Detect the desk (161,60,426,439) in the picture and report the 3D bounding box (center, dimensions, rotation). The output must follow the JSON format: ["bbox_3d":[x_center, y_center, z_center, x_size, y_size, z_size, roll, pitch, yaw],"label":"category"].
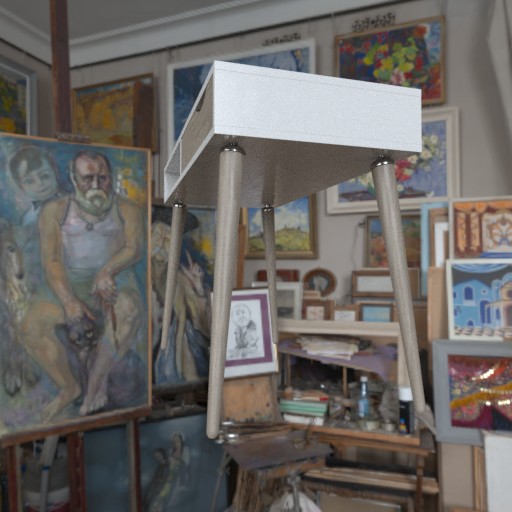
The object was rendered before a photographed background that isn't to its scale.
[{"bbox_3d":[0.000,0.000,1.378,0.491,0.723,0.979,0,-2,-17],"label":"desk"}]
